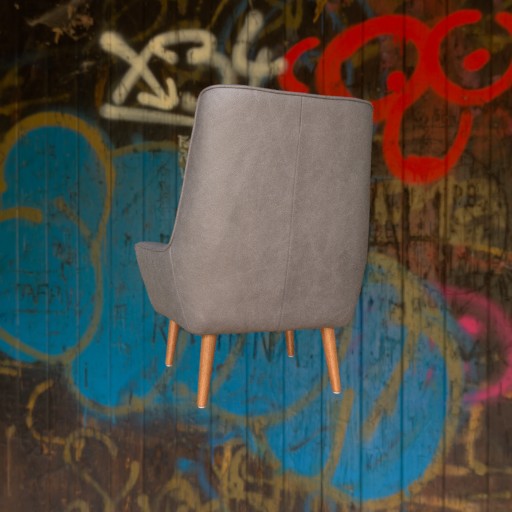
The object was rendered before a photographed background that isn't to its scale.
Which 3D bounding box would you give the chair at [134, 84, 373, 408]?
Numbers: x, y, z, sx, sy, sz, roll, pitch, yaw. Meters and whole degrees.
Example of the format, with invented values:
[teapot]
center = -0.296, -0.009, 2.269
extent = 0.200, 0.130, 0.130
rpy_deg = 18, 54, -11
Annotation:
[chair]
center = 0.000, 0.000, 1.536
extent = 0.787, 0.888, 0.822
rpy_deg = 0, 1, -17
